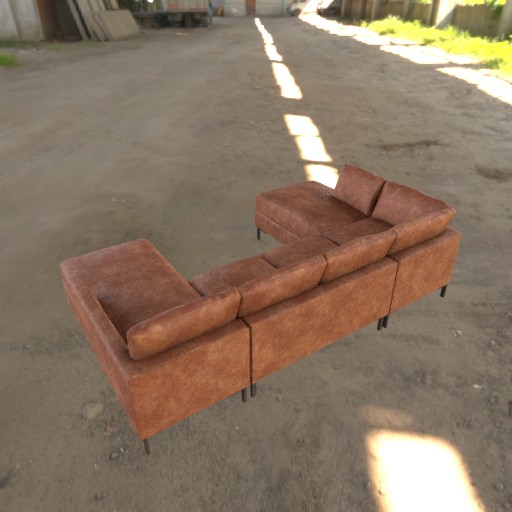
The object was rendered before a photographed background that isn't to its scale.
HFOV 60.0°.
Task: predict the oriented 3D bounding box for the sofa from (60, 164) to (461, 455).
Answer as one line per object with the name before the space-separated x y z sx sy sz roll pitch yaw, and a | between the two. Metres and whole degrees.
sofa | 0.000 0.000 3.804 2.956 0.900 1.939 -19 36 -29
